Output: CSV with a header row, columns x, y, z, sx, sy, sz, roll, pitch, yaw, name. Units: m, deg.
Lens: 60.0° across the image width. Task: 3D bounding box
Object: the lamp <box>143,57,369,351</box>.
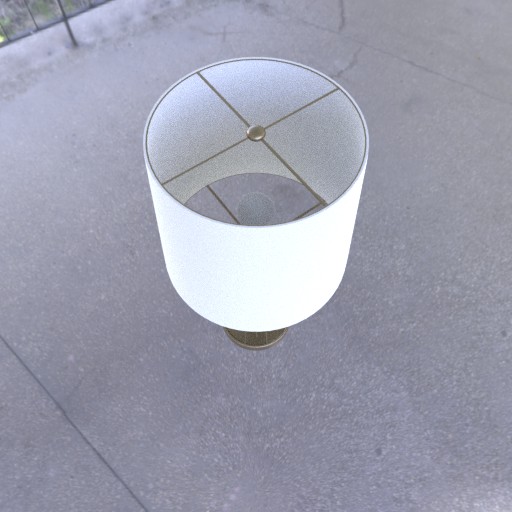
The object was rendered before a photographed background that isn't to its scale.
x,y,z,sx,sy,sz,roll,pitch,yaw,name
0.000,0.000,0.777,0.303,0.618,0.303,0,62,0,lamp
